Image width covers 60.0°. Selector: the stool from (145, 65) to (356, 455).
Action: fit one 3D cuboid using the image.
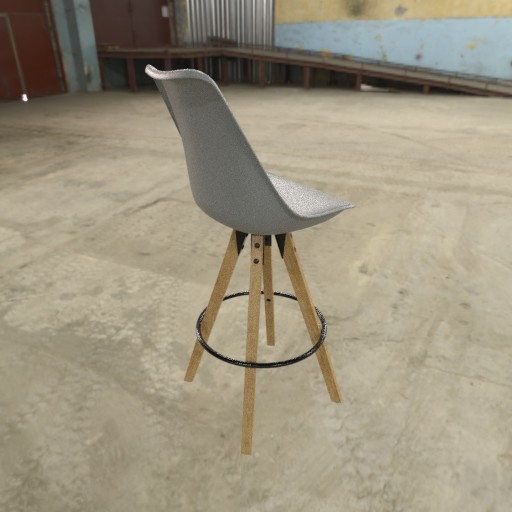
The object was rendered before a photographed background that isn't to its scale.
[{"bbox_3d":[0.000,0.000,1.400,0.550,1.115,0.485,-17,31,-31],"label":"stool"}]
